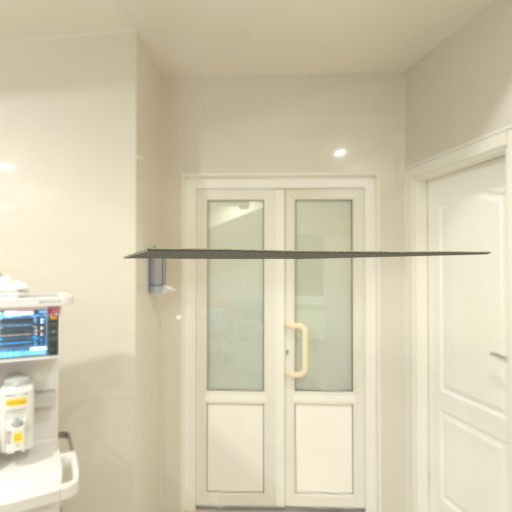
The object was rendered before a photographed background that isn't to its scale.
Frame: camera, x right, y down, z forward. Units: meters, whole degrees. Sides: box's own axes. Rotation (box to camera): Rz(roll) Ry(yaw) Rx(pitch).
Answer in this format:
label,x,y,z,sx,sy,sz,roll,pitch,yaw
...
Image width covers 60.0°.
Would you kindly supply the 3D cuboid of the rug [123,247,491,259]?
label,x,y,z,sx,sy,sz,roll,pitch,yaw
rug,0.000,0.000,2.931,1.606,0.017,2.270,0,-1,-19
